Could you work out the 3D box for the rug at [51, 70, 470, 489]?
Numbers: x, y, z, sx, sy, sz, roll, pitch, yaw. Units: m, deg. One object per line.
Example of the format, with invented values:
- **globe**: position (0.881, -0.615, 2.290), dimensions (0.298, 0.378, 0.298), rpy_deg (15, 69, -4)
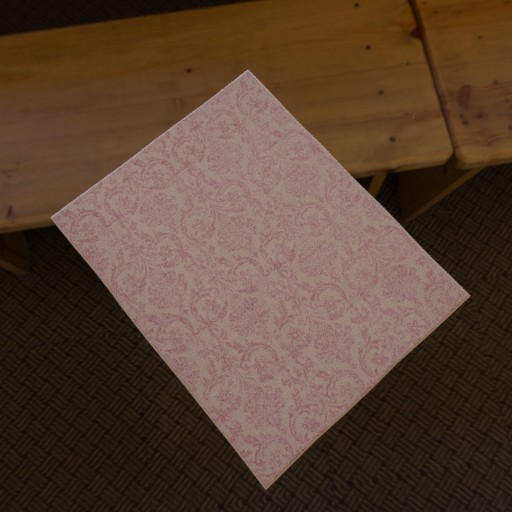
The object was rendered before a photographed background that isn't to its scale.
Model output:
- **rug**: position (0.000, 0.000, 3.945), dimensions (2.363, 0.012, 2.980), rpy_deg (-40, 80, -9)
